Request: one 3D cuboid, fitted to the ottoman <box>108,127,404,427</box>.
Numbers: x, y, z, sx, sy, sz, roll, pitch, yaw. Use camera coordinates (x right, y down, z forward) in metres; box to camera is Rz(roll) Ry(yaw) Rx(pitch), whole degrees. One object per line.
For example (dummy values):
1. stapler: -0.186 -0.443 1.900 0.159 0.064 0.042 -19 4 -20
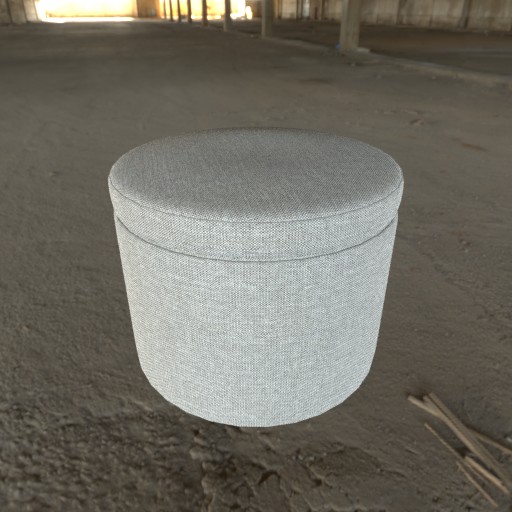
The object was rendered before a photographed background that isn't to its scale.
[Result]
1. ottoman: 0.000 0.000 0.866 0.500 0.419 0.500 0 29 0
